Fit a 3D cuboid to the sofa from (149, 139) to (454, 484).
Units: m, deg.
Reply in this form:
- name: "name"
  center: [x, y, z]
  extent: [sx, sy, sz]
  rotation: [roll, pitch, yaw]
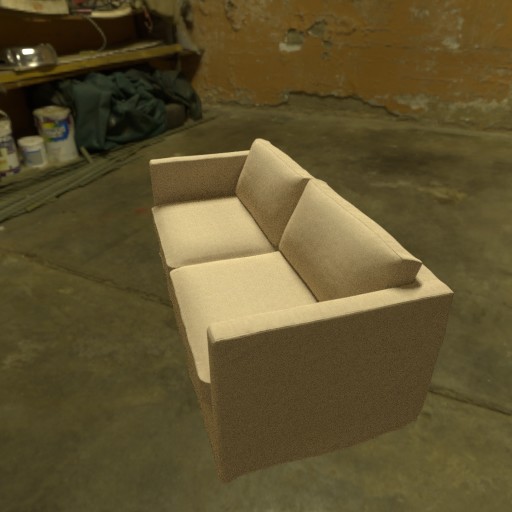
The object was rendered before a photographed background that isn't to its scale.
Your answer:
- name: "sofa"
  center: [0.000, 0.000, 2.443]
  extent: [0.962, 0.835, 1.959]
  rotation: [-9, 31, -15]
